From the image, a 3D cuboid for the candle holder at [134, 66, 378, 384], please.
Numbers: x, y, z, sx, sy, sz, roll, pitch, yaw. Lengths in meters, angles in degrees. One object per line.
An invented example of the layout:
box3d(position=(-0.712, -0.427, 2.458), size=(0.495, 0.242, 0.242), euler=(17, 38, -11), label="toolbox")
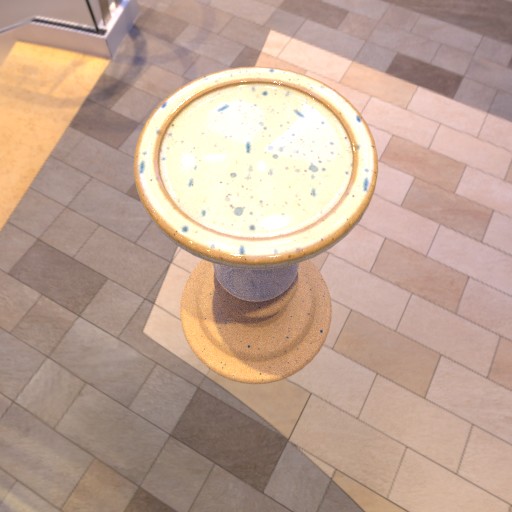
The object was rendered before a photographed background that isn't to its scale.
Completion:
box3d(position=(0.000, 0.000, 0.277), size=(0.123, 0.202, 0.123), euler=(0, 64, 0), label="candle holder")
